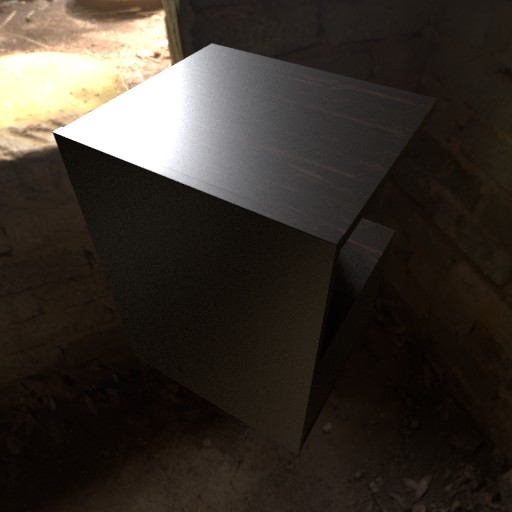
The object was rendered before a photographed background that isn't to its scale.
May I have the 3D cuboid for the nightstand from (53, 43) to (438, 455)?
[{"bbox_3d":[0.000,0.000,0.806,0.400,0.559,0.356,24,50,21],"label":"nightstand"}]
